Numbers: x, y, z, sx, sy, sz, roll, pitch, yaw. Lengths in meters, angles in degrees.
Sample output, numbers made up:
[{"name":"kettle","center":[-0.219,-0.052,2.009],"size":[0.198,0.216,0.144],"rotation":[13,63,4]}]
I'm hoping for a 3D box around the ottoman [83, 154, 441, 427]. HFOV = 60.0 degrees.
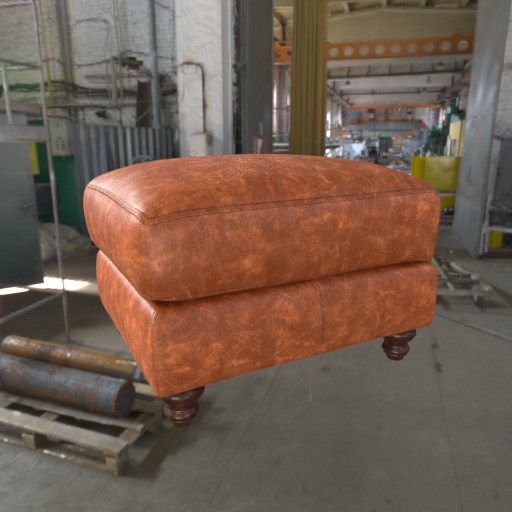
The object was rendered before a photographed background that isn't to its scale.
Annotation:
[{"name":"ottoman","center":[0.000,0.000,1.254],"size":[0.832,0.562,0.657],"rotation":[-8,16,-28]}]
